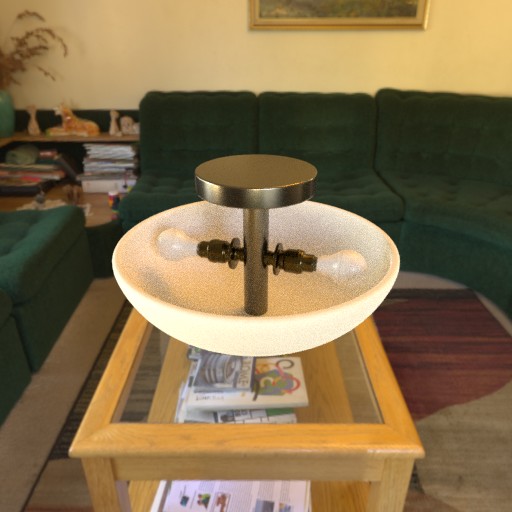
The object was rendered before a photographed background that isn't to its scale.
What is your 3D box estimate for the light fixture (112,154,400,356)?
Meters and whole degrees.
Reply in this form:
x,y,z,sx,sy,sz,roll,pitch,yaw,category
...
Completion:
x,y,z,sx,sy,sz,roll,pitch,yaw,category
0.000,0.000,0.536,0.330,0.214,0.330,0,27,0,light fixture
